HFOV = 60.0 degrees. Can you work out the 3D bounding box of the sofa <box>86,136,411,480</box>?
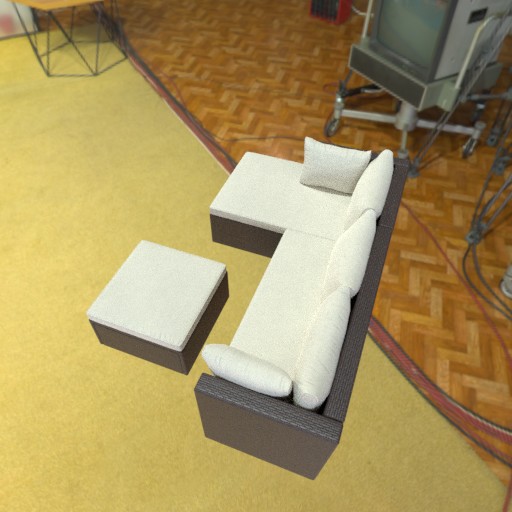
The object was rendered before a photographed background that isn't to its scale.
[{"bbox_3d":[0.000,0.000,2.966,1.612,0.766,2.192,16,50,14],"label":"sofa"}]
